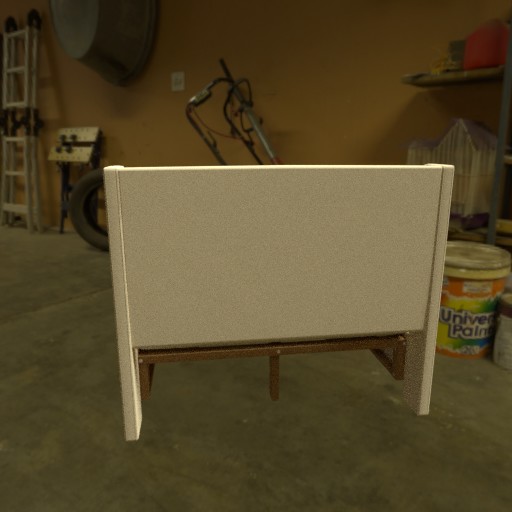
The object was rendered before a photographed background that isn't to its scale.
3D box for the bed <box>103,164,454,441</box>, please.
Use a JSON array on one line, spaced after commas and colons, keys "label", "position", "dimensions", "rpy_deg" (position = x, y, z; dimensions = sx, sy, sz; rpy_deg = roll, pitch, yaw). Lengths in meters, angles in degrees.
[{"label": "bed", "position": [0.000, 0.000, 3.443], "dimensions": [1.765, 1.471, 2.280], "rpy_deg": [-2, 14, -8]}]
